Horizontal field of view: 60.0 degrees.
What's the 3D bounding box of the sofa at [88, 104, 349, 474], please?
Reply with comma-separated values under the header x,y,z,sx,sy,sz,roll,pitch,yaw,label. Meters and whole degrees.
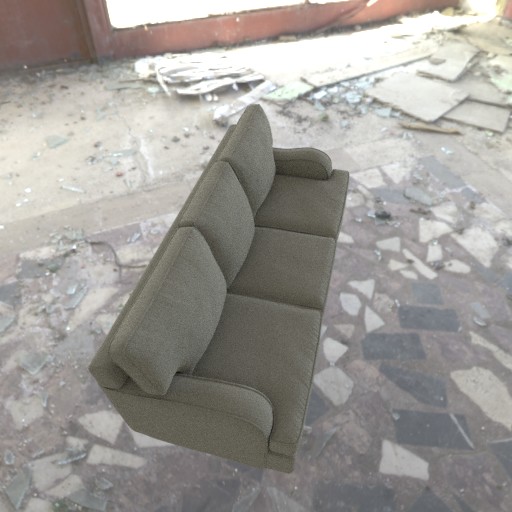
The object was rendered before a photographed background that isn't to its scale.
x,y,z,sx,sy,sz,roll,pitch,yaw,label
0.000,0.000,2.898,1.016,0.997,2.323,10,46,10,sofa
